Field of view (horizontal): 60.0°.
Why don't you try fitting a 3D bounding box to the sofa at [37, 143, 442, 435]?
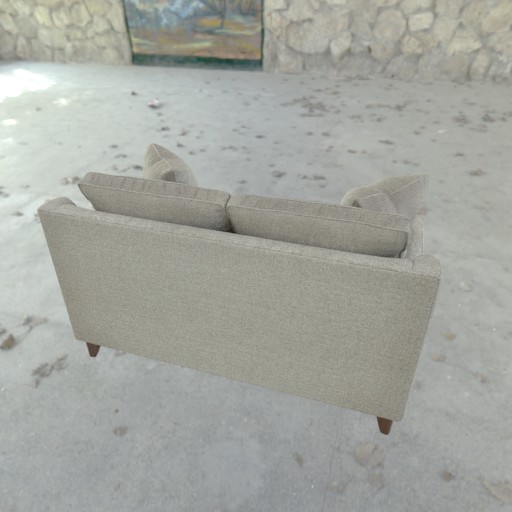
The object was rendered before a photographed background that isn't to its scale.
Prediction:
[{"bbox_3d":[0.000,0.000,1.983,1.422,0.863,0.915,10,34,15],"label":"sofa"}]
